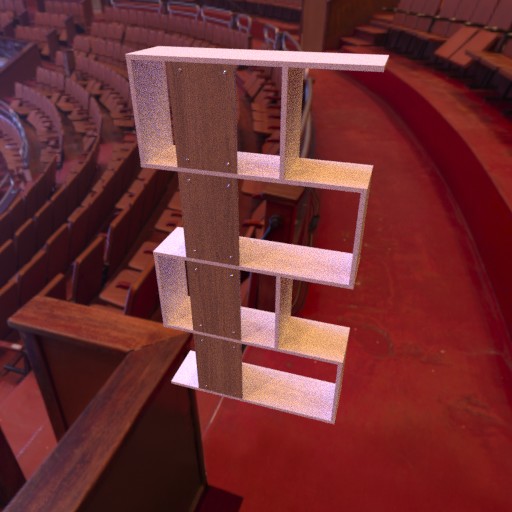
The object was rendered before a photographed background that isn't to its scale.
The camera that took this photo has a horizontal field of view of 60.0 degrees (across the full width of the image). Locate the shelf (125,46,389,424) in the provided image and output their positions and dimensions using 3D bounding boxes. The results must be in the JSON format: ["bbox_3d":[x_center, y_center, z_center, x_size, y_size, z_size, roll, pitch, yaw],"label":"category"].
[{"bbox_3d":[0.000,0.000,1.980,0.890,1.650,0.250,9,33,15],"label":"shelf"}]
